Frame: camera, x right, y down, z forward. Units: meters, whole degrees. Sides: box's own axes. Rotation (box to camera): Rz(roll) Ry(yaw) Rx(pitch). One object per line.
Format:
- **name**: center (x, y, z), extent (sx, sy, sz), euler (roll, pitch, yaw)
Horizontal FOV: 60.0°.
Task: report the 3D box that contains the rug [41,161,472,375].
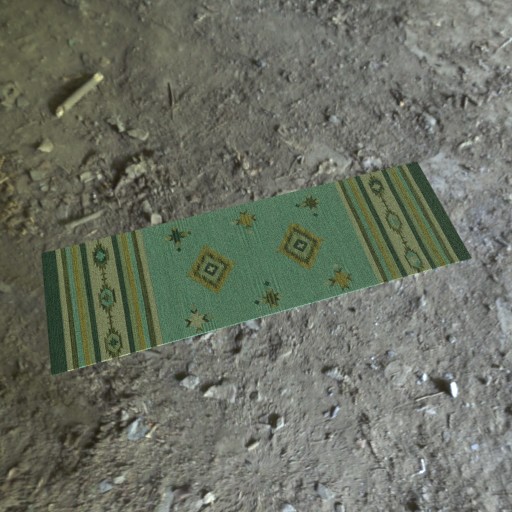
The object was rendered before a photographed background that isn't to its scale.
- **rug**: center (0.000, 0.000, 2.629), extent (2.441, 0.010, 0.744), euler (-15, 64, -7)
